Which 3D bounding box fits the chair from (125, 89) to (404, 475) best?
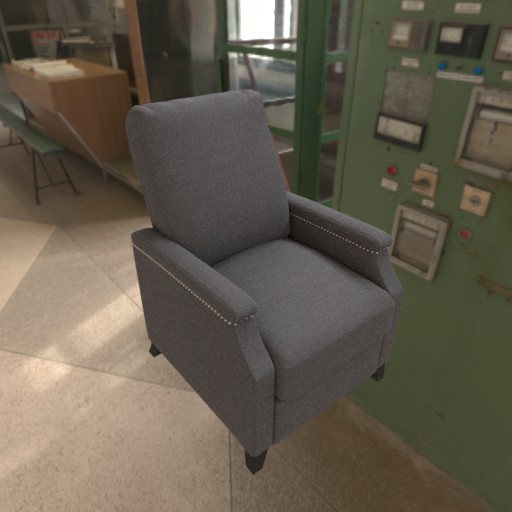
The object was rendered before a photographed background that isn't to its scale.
[{"bbox_3d":[0.000,0.000,1.659,0.710,1.049,0.922,-23,38,-32],"label":"chair"}]
